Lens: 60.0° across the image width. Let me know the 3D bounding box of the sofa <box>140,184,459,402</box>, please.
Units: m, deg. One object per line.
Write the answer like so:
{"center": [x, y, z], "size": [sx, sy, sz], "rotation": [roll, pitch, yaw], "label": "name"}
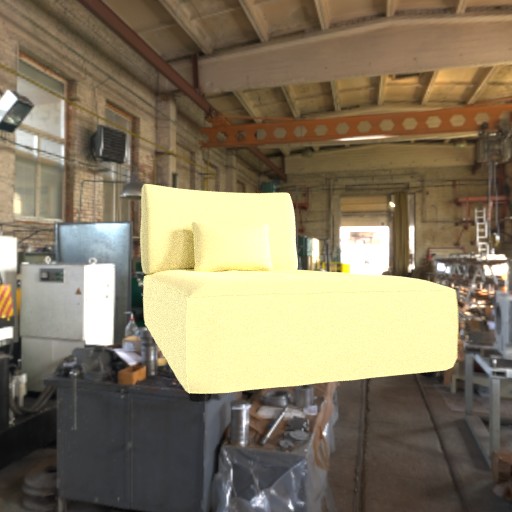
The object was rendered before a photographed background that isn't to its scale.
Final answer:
{"center": [0.000, 0.000, 2.011], "size": [0.930, 0.820, 1.450], "rotation": [0, 0, -19], "label": "sofa"}
